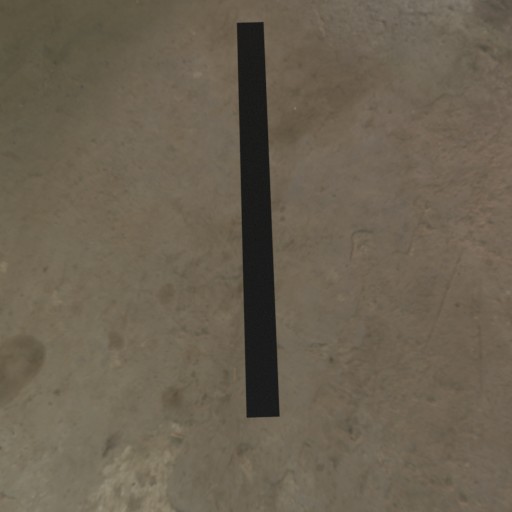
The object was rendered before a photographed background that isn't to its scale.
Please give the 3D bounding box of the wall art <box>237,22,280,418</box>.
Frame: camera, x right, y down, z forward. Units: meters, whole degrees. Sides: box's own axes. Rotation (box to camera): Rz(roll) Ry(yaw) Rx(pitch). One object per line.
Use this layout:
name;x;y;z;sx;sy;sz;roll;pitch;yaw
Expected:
wall art;0.000;0.000;0.549;0.024;0.404;0.329;-2;77;0
